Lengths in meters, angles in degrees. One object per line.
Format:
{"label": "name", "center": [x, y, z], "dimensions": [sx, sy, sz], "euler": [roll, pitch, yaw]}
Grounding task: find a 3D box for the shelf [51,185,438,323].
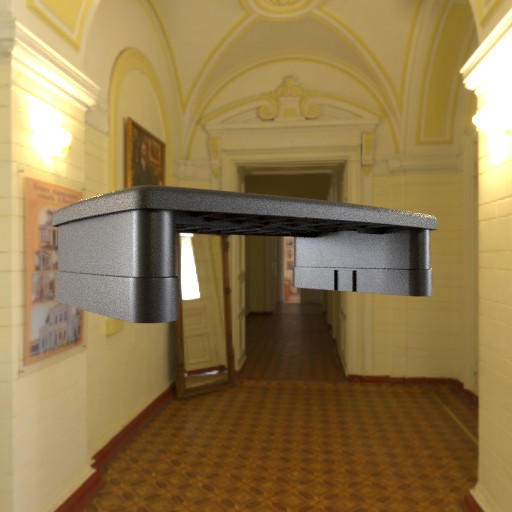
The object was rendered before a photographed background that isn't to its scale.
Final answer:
{"label": "shelf", "center": [0.000, 0.000, 0.522], "dimensions": [0.410, 0.100, 0.280], "euler": [0, 0, -38]}
